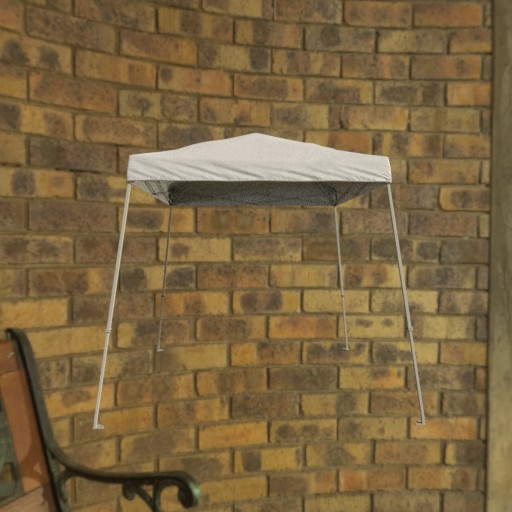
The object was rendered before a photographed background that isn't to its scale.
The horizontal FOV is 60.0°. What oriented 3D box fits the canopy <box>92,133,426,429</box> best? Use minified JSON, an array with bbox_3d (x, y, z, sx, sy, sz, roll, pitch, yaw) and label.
[{"bbox_3d":[0.000,0.000,6.530,3.600,3.600,3.599,0,1,-2],"label":"canopy"}]
